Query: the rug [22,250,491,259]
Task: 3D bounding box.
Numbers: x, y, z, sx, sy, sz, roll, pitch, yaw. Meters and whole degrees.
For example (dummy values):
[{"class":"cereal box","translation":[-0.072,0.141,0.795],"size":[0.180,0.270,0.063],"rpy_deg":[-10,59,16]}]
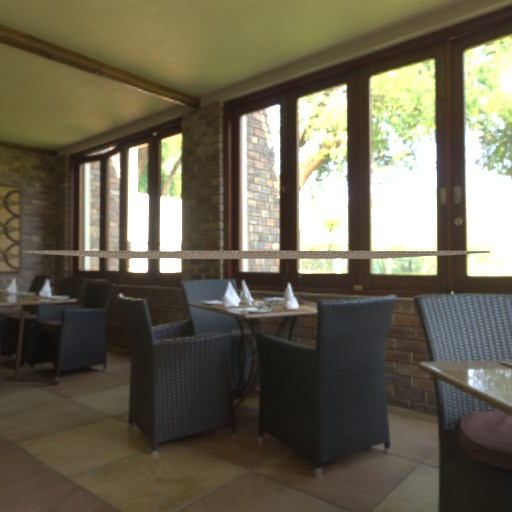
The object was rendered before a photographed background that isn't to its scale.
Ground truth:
[{"class":"rug","translation":[0.000,0.000,3.876],"size":[2.894,0.013,2.286],"rpy_deg":[0,-1,-1]}]
